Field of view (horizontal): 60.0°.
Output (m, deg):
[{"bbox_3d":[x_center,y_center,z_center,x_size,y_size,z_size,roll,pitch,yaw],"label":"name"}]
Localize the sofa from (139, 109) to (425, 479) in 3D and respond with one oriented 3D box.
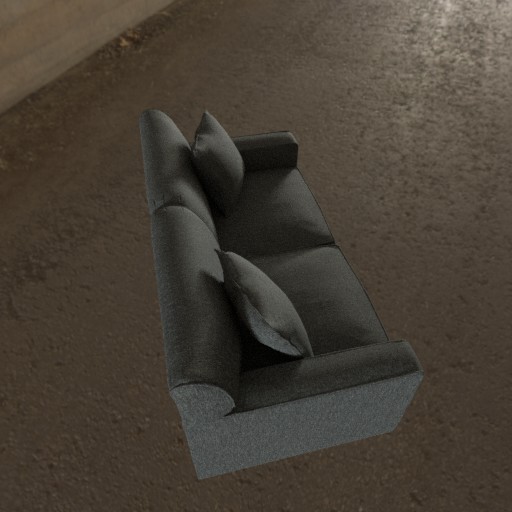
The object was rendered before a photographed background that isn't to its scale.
[{"bbox_3d":[0.000,0.000,2.371,0.998,0.958,1.846,-10,47,-9],"label":"sofa"}]
